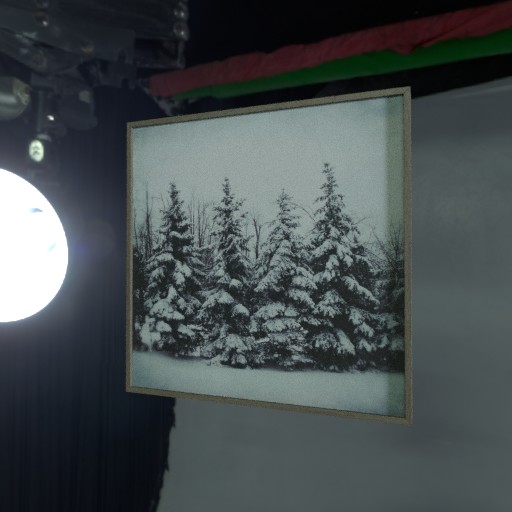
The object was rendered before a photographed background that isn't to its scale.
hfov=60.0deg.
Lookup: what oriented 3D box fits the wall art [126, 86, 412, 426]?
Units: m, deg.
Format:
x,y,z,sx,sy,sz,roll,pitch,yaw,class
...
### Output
x,y,z,sx,sy,sz,roll,pitch,yaw,class
0.000,0.000,0.767,0.507,0.507,0.037,0,-1,20,wall art
